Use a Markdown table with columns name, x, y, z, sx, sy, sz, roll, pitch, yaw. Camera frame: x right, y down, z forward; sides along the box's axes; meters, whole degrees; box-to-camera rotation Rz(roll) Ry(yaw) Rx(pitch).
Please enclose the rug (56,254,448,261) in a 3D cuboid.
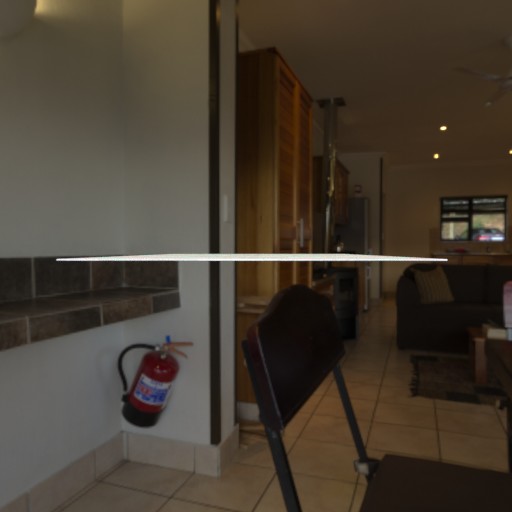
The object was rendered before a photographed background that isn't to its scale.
| name | x | y | z | sx | sy | sz | roll | pitch | yaw |
| --- | --- | --- | --- | --- | --- | --- | --- | --- | --- |
| rug | 0.000 | 0.000 | 2.868 | 1.524 | 0.006 | 2.286 | 0 | 1 | 1 |
